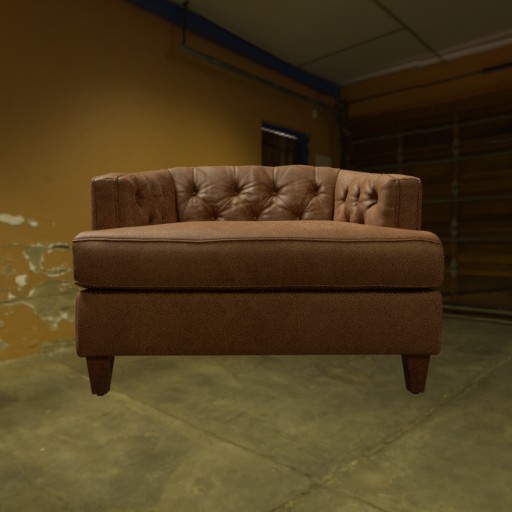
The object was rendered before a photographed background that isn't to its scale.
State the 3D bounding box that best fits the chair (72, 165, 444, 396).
[{"bbox_3d":[0.000,0.000,1.729,1.119,0.836,0.911,0,1,-1],"label":"chair"}]
